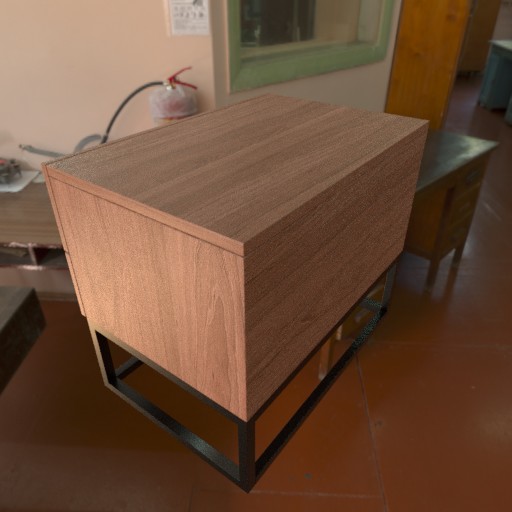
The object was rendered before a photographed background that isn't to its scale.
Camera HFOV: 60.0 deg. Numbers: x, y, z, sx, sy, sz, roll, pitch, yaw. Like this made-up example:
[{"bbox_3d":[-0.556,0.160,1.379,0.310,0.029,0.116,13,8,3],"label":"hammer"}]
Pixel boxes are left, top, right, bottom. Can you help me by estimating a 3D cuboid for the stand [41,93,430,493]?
[{"bbox_3d":[0.000,0.000,0.928,0.420,0.500,0.600,22,39,31],"label":"stand"}]
